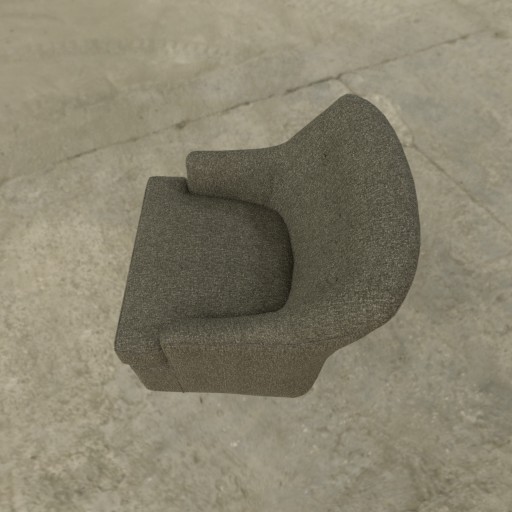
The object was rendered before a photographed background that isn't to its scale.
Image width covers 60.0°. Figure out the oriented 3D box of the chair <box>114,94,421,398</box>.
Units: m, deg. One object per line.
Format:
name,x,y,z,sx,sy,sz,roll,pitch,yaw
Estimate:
chair,0.000,0.000,1.611,0.923,0.856,0.864,1,57,1
